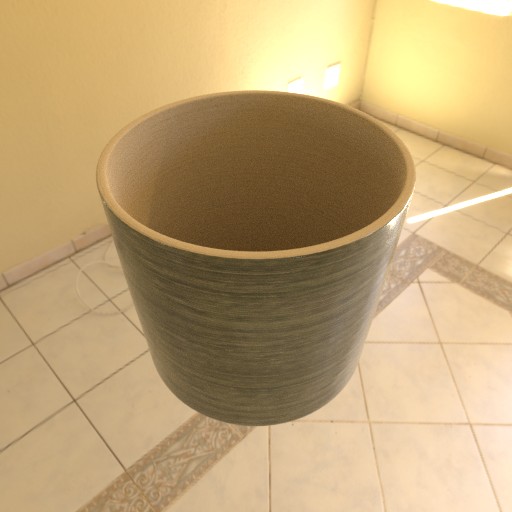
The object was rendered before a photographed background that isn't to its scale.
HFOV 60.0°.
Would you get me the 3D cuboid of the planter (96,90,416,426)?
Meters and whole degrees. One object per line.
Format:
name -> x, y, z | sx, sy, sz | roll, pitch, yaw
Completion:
planter -> 0.000, 0.000, 0.385 | 0.221, 0.201, 0.221 | 0, 43, 0
